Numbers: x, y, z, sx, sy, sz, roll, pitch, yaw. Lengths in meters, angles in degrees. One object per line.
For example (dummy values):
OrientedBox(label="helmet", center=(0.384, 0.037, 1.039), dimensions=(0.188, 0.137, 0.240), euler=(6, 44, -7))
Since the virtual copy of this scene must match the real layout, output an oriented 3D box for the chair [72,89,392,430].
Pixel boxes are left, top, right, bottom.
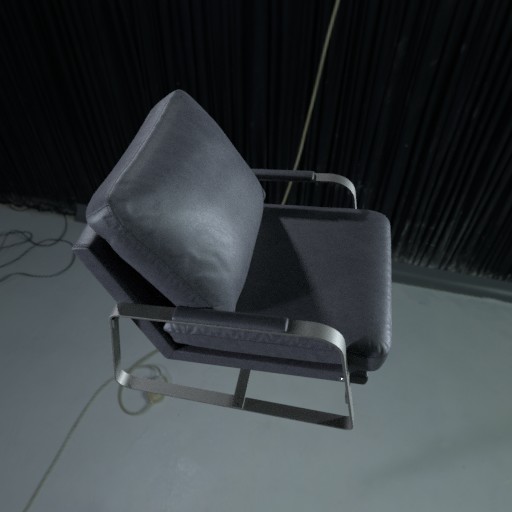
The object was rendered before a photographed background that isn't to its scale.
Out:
OrientedBox(label="chair", center=(0.000, 0.000, 1.461), dimensions=(0.878, 0.839, 0.692), euler=(8, 48, 7))
